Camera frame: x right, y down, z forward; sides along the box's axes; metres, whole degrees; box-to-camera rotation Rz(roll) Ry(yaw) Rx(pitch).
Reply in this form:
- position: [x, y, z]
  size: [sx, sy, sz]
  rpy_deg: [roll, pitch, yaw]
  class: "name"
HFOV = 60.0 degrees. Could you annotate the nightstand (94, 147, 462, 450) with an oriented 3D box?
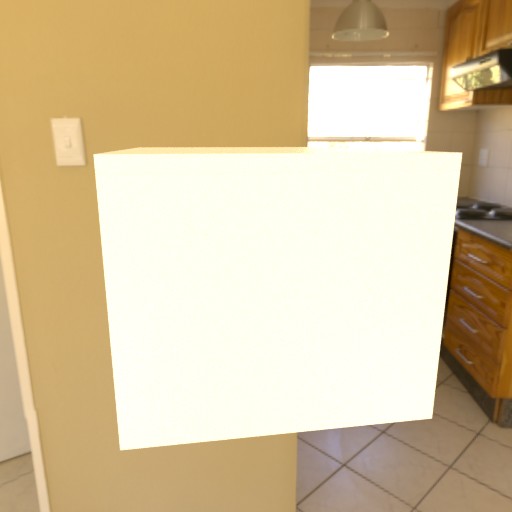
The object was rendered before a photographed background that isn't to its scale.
- position: [0.000, 0.000, 0.749]
  size: [0.408, 0.351, 0.470]
  rpy_deg: [-2, 15, -9]
  class: "nightstand"
